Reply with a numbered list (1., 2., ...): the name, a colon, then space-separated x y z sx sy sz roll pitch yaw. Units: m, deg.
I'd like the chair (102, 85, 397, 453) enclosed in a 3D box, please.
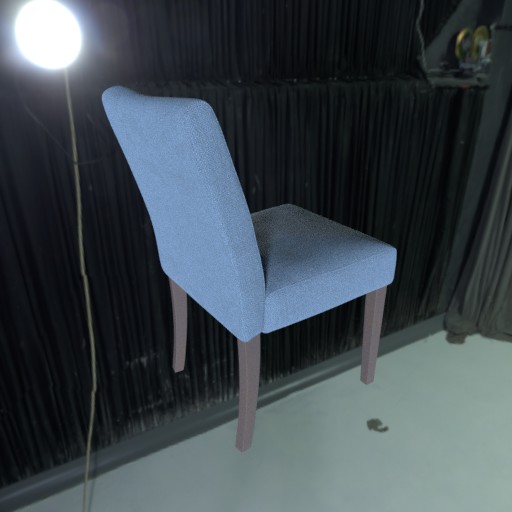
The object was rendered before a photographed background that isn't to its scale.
1. chair: 0.000 0.000 1.225 0.629 0.882 0.487 -16 30 -31
